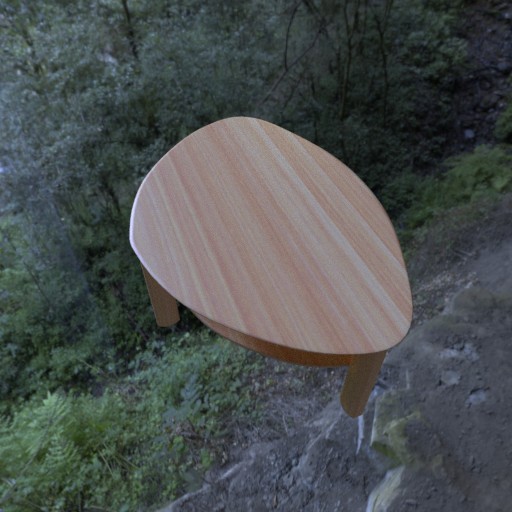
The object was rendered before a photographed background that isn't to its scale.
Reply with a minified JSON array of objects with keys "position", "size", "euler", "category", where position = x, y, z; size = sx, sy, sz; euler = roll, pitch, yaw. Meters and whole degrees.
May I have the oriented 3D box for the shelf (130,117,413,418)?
[{"position":[0.000,0.000,1.654],"size":[0.845,0.440,1.246],"euler":[-16,48,-14],"category":"shelf"}]
